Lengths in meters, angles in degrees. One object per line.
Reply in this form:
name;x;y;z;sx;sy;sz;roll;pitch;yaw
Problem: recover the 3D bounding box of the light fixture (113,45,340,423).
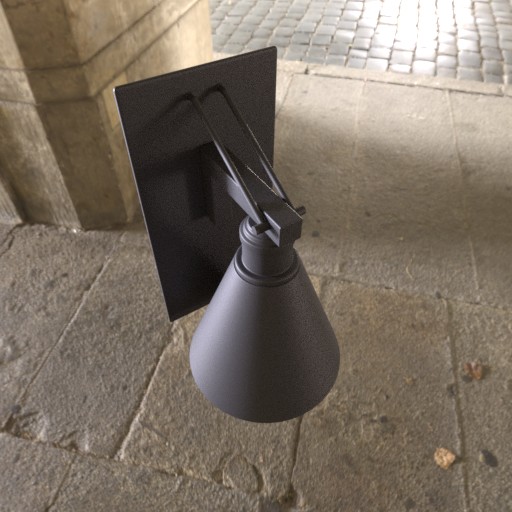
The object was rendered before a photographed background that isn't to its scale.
light fixture;0.000;0.000;0.415;0.170;0.298;0.207;-25;51;-22
